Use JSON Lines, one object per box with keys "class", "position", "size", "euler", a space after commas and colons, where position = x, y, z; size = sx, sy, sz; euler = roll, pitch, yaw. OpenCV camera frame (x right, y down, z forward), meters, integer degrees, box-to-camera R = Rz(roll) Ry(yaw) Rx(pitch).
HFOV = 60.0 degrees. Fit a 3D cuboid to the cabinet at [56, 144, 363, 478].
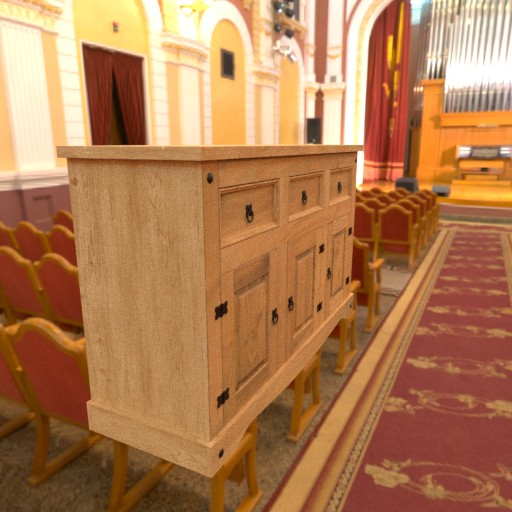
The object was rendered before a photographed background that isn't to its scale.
{"class": "cabinet", "position": [0.000, 0.000, 1.669], "size": [0.432, 0.810, 1.321], "euler": [7, 16, 26]}
